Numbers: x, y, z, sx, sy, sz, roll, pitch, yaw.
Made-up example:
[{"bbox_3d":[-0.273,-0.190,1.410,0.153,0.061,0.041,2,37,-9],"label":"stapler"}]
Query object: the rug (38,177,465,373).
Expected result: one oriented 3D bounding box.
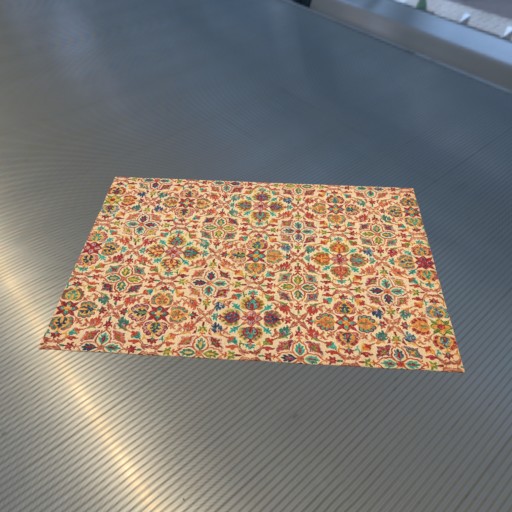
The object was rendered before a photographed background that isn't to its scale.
[{"bbox_3d":[0.000,0.000,2.315,1.838,0.013,1.226,3,47,2],"label":"rug"}]
